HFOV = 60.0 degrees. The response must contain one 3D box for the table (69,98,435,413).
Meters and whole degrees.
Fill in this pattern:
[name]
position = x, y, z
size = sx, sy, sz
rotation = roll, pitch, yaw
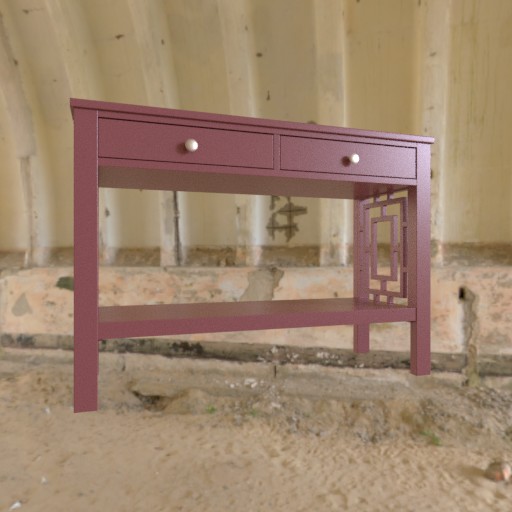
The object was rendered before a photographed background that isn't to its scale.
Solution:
[table]
position = 0.000, 0.000, 1.404
size = 1.068, 0.753, 0.397
rotation = 0, 0, -19
